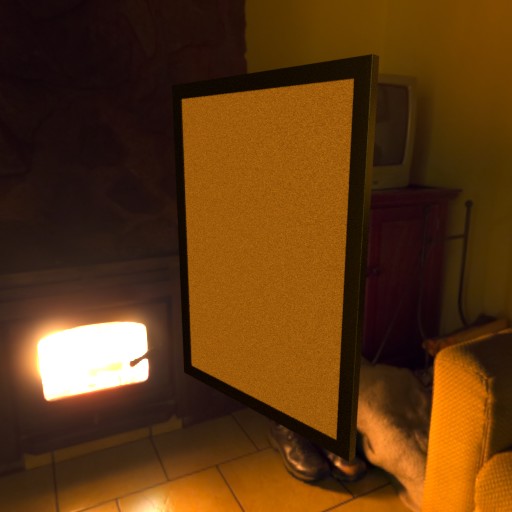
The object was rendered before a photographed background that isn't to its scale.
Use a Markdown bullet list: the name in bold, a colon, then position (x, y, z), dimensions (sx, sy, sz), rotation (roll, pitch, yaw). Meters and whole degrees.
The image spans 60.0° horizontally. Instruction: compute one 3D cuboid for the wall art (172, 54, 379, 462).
- **wall art**: position (0.000, 0.000, 0.560), dimensions (0.304, 0.432, 0.013), rotation (13, 18, 42)
